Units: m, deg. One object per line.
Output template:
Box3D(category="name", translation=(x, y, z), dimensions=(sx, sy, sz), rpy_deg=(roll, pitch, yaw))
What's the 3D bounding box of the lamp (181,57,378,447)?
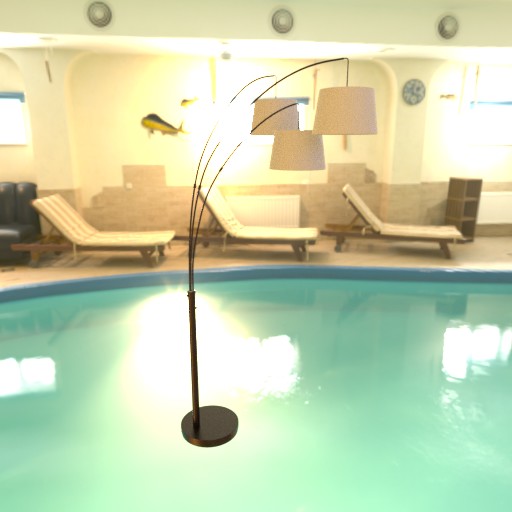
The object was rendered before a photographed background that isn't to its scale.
Box3D(category="lamp", translation=(0.000, 0.000, 2.414), dimensions=(0.924, 1.950, 0.951), rpy_deg=(-7, 16, -26))
